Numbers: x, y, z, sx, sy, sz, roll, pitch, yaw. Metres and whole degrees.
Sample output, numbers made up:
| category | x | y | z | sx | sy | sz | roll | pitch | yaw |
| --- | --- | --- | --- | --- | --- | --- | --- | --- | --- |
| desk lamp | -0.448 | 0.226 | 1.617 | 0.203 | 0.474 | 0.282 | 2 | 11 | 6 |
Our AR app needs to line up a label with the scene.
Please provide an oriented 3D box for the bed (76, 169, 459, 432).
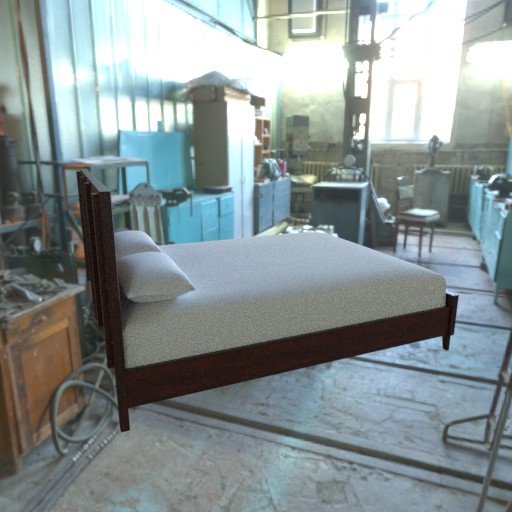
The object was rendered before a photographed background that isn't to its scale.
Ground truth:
| category | x | y | z | sx | sy | sz | roll | pitch | yaw |
| --- | --- | --- | --- | --- | --- | --- | --- | --- | --- |
| bed | 0.000 | 0.000 | 3.989 | 2.803 | 1.492 | 2.040 | -6 | 16 | -23 |
